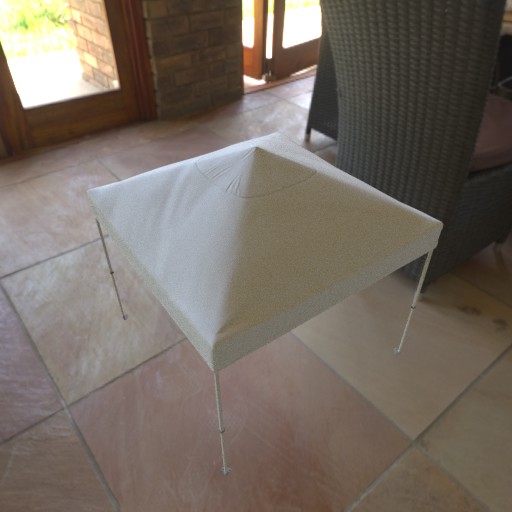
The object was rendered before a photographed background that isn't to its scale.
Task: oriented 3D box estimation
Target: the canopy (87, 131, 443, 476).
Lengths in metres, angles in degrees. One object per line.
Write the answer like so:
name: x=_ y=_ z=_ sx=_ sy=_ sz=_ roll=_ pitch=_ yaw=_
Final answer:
canopy: x=0.000 y=0.000 z=5.622 sx=2.998 sy=2.997 sz=2.996 roll=-25 pitch=45 yaw=-27
